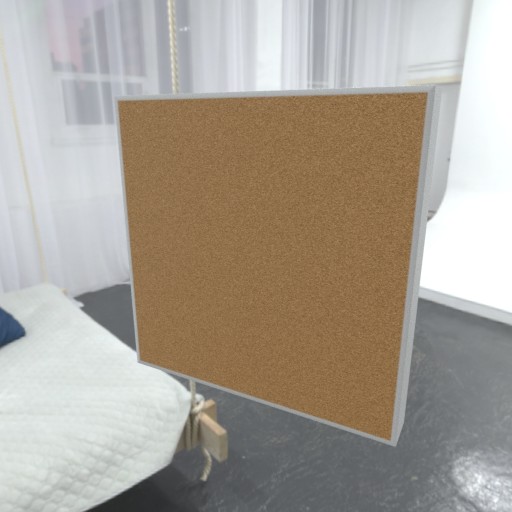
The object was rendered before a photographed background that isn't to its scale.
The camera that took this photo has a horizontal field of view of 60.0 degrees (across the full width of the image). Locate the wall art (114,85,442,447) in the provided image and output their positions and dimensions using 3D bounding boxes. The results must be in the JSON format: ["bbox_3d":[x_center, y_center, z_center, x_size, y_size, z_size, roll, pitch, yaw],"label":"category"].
[{"bbox_3d":[0.000,0.000,0.439,0.305,0.304,0.038,9,19,27],"label":"wall art"}]
